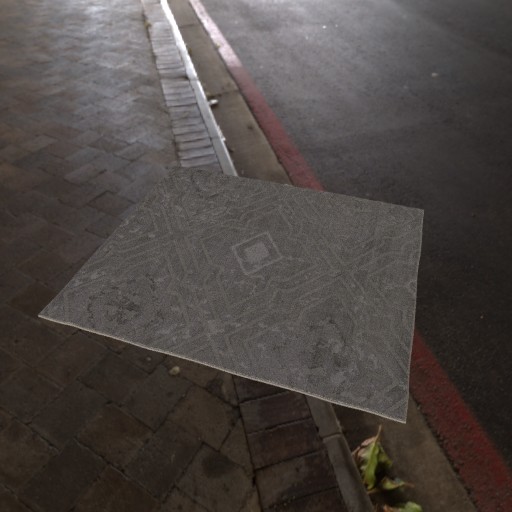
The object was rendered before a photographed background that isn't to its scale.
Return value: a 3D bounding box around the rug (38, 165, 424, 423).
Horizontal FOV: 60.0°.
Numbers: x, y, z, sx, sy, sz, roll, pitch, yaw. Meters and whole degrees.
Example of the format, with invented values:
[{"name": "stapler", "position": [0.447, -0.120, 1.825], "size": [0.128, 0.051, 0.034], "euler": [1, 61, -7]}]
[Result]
[{"name": "rug", "position": [0.000, 0.000, 0.907], "size": [0.639, 0.006, 0.548], "euler": [13, 44, 13]}]
